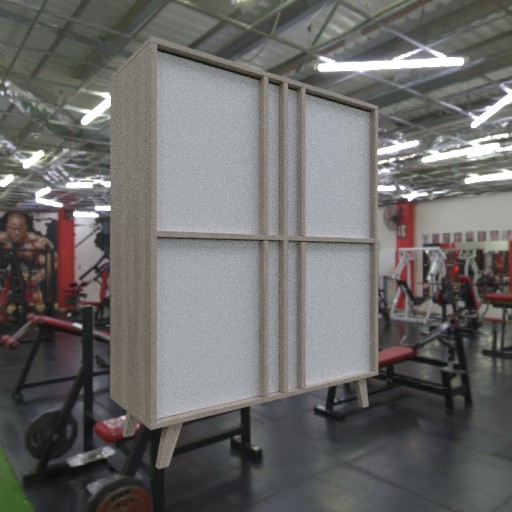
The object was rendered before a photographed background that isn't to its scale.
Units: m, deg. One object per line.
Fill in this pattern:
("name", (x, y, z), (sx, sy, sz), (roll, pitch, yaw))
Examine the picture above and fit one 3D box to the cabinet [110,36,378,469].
("cabinet", (0.000, 0.000, 1.885), (1.111, 1.388, 0.398), (0, 0, -36))
